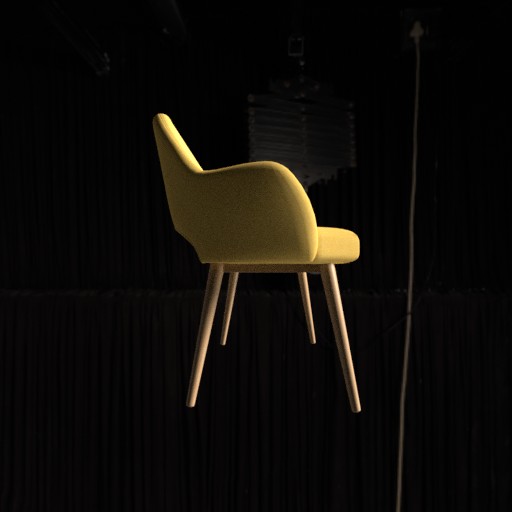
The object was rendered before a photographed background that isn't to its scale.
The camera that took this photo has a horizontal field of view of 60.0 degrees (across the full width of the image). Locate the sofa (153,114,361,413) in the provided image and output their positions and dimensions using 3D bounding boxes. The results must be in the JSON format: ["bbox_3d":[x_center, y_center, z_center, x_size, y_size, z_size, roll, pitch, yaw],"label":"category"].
[{"bbox_3d":[0.000,0.000,1.680,0.610,0.840,1.150,0,-1,1],"label":"sofa"}]
